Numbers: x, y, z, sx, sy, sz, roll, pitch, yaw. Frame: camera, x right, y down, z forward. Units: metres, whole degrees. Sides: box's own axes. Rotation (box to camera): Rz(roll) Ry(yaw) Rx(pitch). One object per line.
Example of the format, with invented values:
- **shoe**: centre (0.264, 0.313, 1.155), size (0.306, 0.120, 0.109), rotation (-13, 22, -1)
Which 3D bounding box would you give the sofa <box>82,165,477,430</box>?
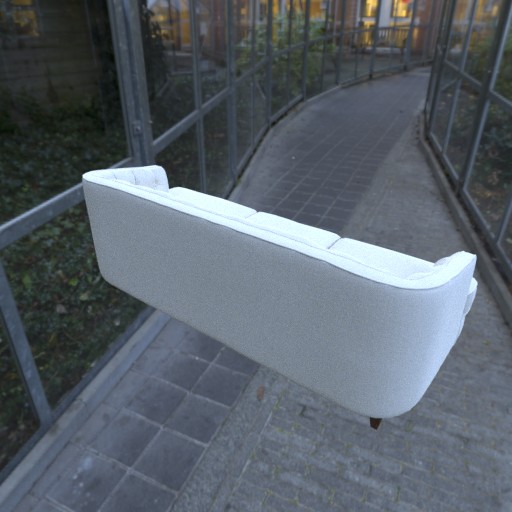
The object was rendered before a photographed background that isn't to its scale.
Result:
- **sofa**: centre (0.000, 0.000, 2.627), size (2.278, 0.855, 0.941), rotation (21, 35, 32)
